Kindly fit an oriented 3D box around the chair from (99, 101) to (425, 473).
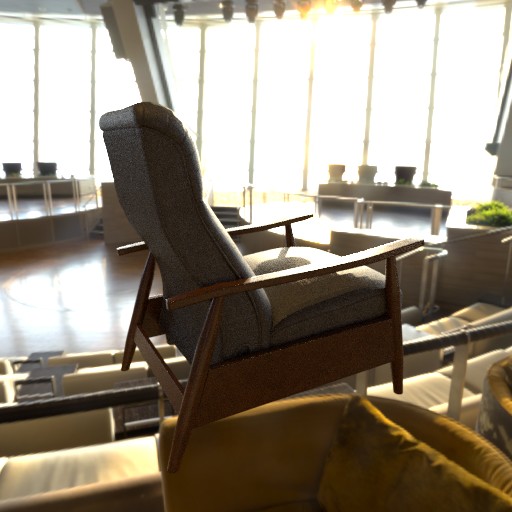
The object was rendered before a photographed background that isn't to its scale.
[{"bbox_3d":[0.000,0.000,1.741,1.014,1.081,0.762,-7,16,-27],"label":"chair"}]
